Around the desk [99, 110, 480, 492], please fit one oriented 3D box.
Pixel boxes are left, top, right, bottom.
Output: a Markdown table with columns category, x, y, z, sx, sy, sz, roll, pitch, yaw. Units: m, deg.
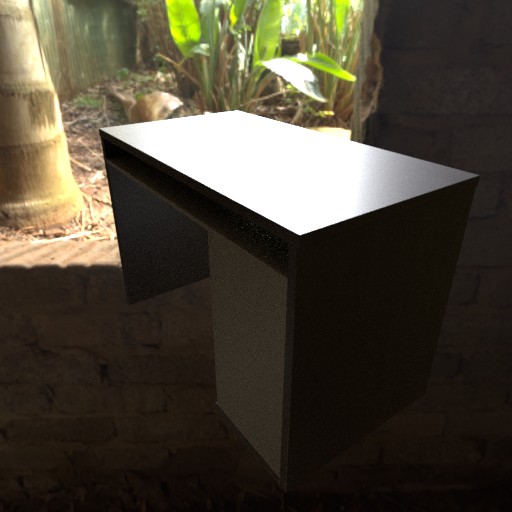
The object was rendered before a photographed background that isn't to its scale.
| category | x | y | z | sx | sy | sz | roll | pitch | yaw |
| --- | --- | --- | --- | --- | --- | --- | --- | --- | --- |
| desk | 0.000 | 0.000 | 1.530 | 0.600 | 0.750 | 1.100 | -19 | 33 | -31 |
